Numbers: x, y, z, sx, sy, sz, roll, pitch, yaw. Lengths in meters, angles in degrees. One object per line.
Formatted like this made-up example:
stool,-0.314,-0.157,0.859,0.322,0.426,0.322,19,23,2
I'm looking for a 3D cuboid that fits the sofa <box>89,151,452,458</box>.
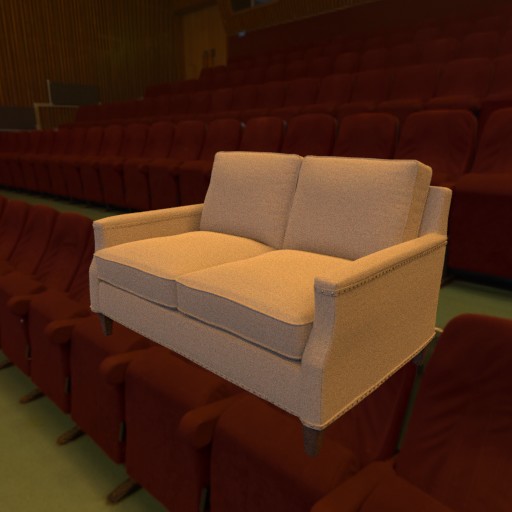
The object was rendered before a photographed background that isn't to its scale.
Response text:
sofa,0.000,0.000,2.265,1.597,1.003,1.084,14,20,41
